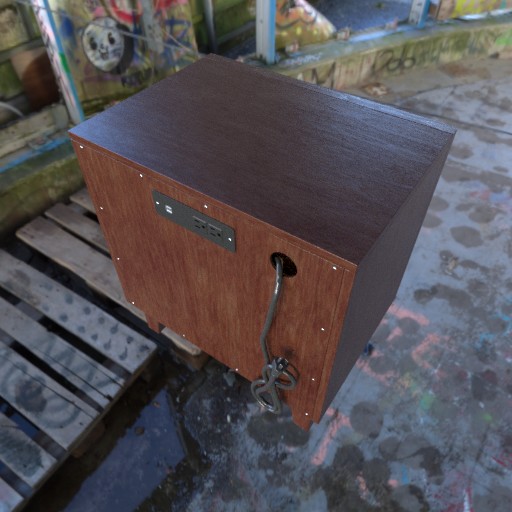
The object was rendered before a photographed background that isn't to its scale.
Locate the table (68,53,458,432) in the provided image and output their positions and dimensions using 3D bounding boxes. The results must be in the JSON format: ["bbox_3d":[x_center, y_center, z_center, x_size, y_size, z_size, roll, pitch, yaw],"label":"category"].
[{"bbox_3d":[0.000,0.000,0.987,0.557,0.609,0.449,27,52,23],"label":"table"}]
